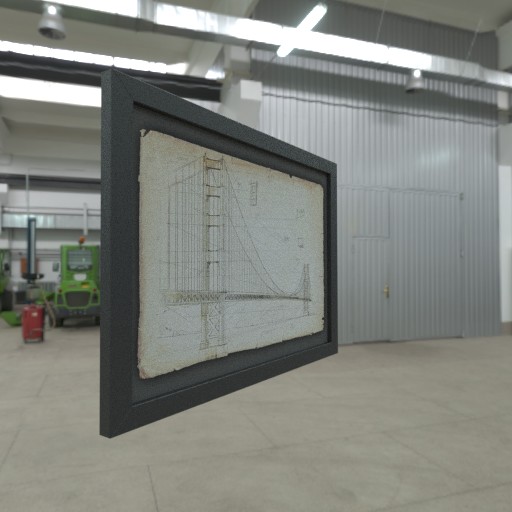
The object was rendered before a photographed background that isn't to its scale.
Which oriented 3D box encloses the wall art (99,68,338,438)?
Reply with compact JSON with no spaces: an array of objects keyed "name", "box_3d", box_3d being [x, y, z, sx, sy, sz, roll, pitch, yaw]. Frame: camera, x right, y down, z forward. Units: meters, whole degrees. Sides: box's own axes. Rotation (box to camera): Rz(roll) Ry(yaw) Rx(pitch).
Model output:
[{"name":"wall art","box_3d":[0.000,0.000,0.545,0.016,0.306,0.432,-1,-1,36]}]
